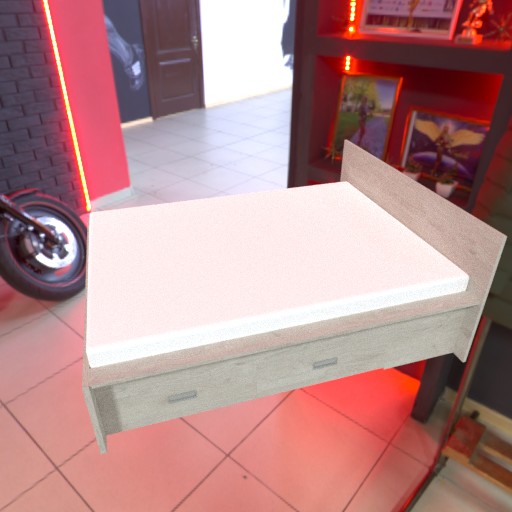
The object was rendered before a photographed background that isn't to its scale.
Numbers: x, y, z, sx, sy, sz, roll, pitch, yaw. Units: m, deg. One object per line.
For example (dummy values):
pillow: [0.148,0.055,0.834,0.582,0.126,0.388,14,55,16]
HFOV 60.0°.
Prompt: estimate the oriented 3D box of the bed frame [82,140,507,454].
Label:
bed frame: [0.000,0.000,2.696,1.960,0.800,1.622,-9,32,-15]
